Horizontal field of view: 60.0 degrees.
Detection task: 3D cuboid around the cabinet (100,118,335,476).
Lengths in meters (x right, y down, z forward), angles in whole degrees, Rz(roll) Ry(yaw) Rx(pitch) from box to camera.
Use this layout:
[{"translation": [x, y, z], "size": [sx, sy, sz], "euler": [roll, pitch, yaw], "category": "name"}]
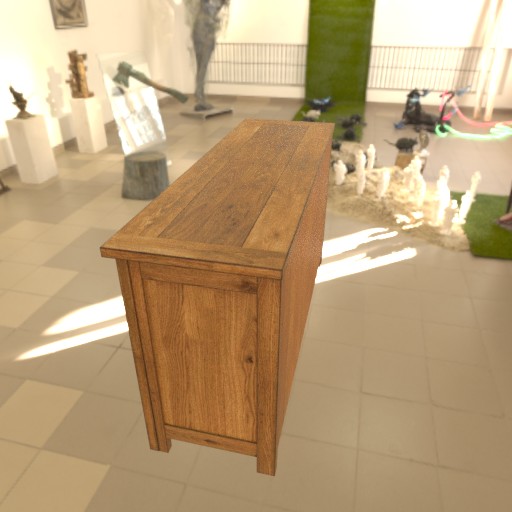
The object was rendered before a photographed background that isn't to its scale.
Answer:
[{"translation": [0.000, 0.000, 1.905], "size": [0.480, 0.813, 1.474], "euler": [7, 31, 12], "category": "cabinet"}]
